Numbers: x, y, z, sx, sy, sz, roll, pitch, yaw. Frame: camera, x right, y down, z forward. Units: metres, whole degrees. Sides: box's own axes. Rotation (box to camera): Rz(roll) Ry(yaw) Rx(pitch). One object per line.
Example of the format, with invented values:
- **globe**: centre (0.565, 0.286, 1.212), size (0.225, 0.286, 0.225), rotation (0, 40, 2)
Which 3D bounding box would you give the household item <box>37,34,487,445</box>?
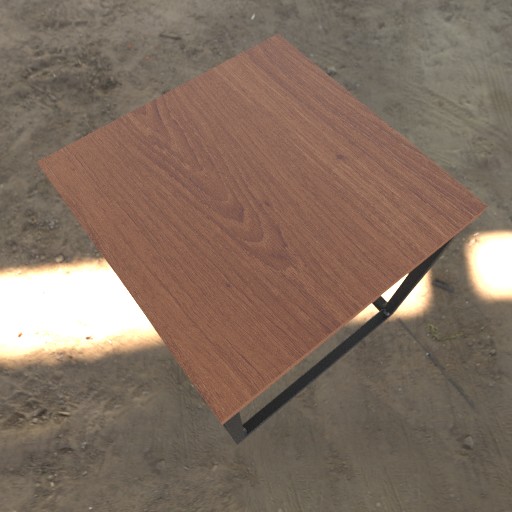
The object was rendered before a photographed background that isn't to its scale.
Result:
- **household item**: centre (0.000, 0.000, 0.731), size (0.400, 0.400, 0.400), rotation (-35, 68, -16)
